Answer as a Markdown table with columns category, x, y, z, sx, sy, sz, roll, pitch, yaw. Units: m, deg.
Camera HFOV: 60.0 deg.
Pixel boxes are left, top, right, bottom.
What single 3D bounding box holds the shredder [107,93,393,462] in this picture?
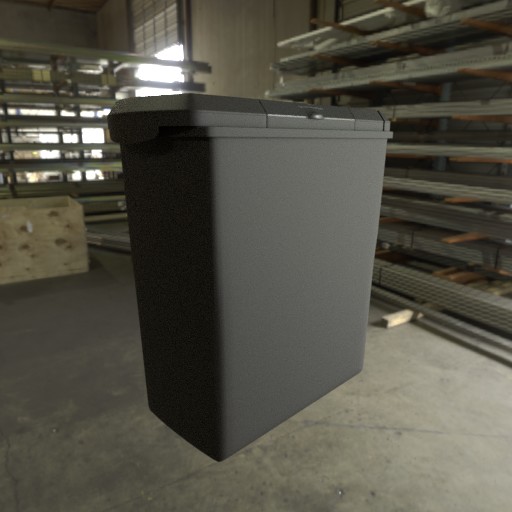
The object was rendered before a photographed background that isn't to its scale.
| category | x | y | z | sx | sy | sz | roll | pitch | yaw |
| --- | --- | --- | --- | --- | --- | --- | --- | --- | --- |
| shredder | 0.000 | 0.000 | 0.509 | 0.320 | 0.335 | 0.170 | -14 | 20 | -43 |
